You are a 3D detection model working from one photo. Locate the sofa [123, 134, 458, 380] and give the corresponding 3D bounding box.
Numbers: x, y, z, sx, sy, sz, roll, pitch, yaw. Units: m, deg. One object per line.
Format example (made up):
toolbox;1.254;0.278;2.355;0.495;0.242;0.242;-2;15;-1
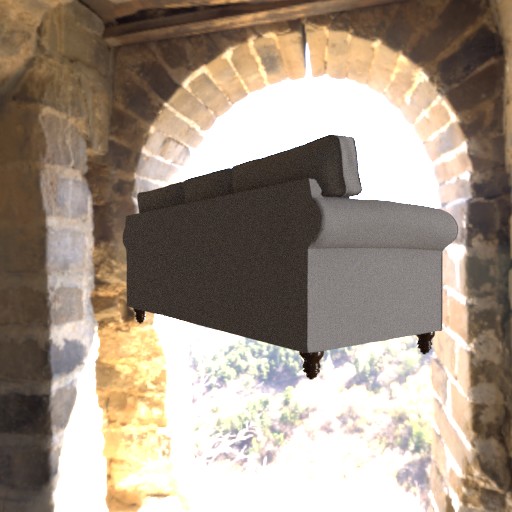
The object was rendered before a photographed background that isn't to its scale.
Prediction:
sofa;0.000;0.000;2.667;0.916;0.961;2.084;0;0;-36
